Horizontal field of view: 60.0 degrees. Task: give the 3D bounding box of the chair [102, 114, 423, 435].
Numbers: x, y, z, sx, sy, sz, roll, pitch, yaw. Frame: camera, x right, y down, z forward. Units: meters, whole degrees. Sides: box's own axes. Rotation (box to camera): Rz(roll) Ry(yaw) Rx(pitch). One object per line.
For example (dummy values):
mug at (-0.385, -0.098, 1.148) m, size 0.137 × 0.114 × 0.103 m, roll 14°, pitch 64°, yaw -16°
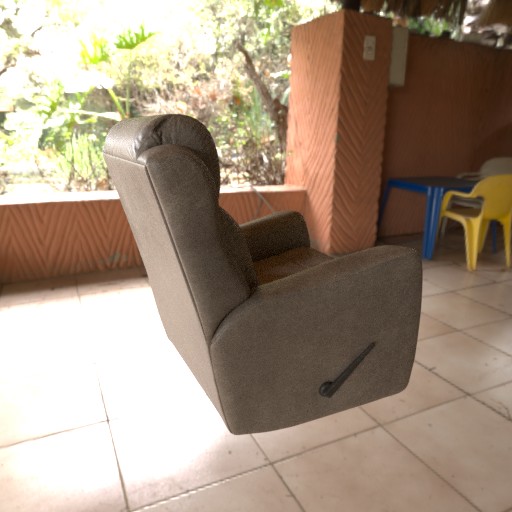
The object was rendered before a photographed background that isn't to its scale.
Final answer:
chair at (0.000, 0.000, 1.870) m, size 1.068 × 1.116 × 0.967 m, roll -8°, pitch 17°, yaw -25°
